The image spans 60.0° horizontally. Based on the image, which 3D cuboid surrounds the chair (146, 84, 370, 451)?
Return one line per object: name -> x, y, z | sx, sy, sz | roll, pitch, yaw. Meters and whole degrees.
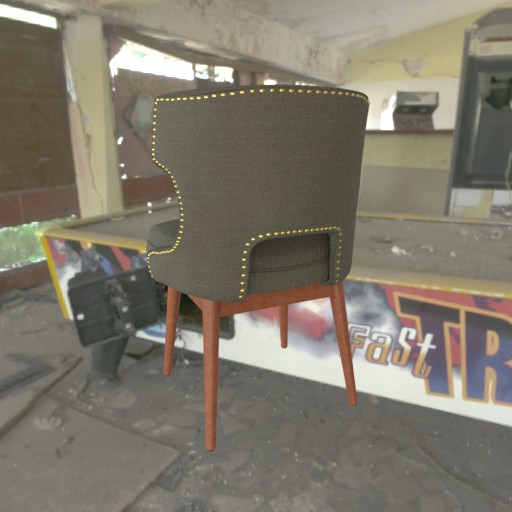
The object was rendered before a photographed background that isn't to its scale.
chair -> 0.000, 0.000, 1.263 | 0.595, 0.863, 0.581 | -7, 16, -25
